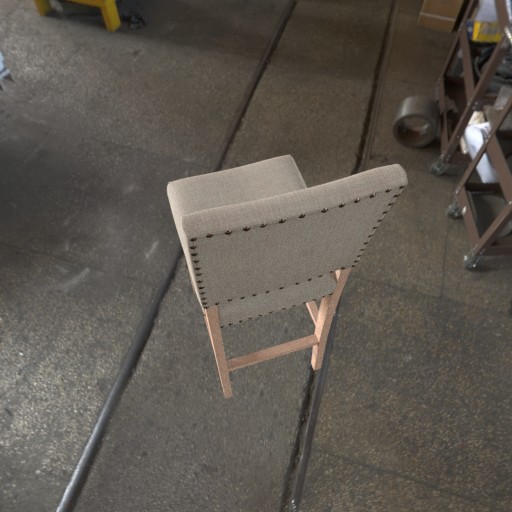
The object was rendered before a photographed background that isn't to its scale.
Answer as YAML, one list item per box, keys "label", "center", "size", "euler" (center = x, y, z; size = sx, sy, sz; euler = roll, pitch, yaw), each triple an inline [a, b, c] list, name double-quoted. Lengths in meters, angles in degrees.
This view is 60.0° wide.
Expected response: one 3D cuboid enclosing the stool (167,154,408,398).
- label: "stool"
  center: [0.000, 0.000, 1.431]
  size: [0.445, 1.173, 0.585]
  euler: [-15, 59, -9]
